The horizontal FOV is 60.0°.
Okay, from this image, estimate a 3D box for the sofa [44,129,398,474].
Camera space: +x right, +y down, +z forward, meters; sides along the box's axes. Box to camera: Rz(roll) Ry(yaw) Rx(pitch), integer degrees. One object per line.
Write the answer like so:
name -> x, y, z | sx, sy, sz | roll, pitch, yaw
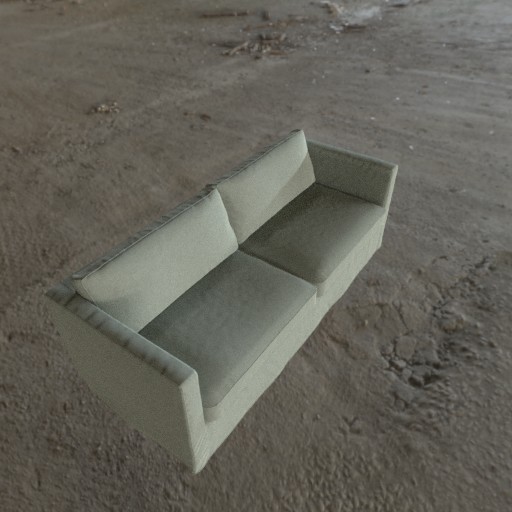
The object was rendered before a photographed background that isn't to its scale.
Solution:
sofa -> 0.000, 0.000, 2.849 | 0.962, 0.853, 2.312 | 25, 46, 27
